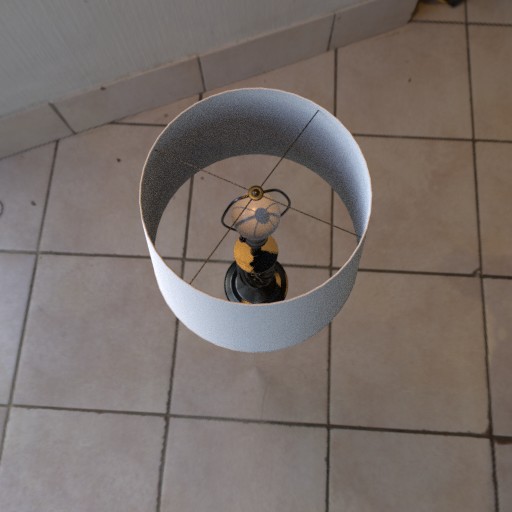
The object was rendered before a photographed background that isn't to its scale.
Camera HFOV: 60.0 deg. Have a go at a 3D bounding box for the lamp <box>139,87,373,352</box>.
[{"bbox_3d":[0.000,0.000,0.767,0.331,0.594,0.331,0,76,0],"label":"lamp"}]
